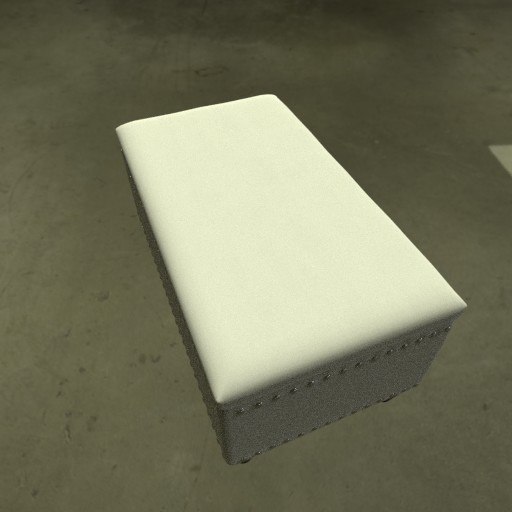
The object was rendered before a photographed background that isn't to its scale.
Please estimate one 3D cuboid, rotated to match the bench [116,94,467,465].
[{"bbox_3d":[0.000,0.000,1.185,0.500,0.449,0.887,-17,49,-15],"label":"bench"}]
